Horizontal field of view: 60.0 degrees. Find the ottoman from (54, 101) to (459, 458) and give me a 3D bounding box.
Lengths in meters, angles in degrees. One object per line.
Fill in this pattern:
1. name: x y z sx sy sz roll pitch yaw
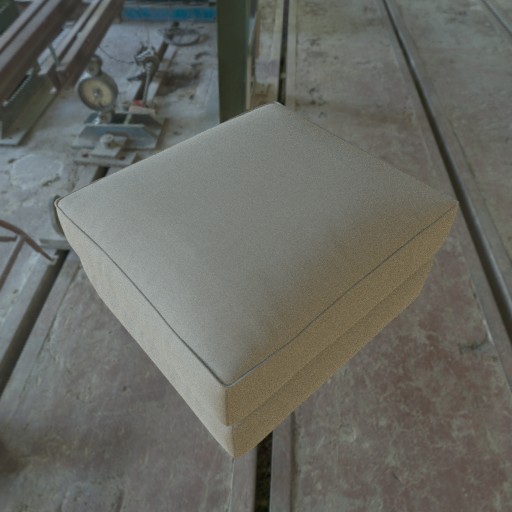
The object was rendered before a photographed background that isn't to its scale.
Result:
1. ottoman: 0.000 0.000 1.138 0.716 0.505 0.662 -33 55 -27
